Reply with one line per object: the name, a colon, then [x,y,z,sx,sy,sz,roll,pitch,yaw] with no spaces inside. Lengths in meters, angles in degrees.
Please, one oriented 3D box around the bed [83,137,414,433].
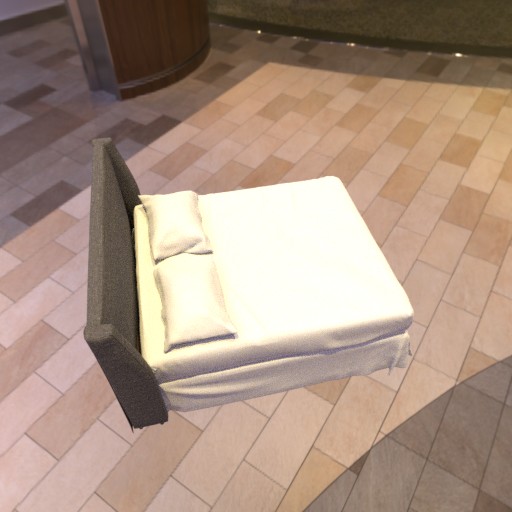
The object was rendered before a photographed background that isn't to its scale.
bed: [0.000,0.000,3.551,2.276,1.332,1.925,-9,49,-8]
